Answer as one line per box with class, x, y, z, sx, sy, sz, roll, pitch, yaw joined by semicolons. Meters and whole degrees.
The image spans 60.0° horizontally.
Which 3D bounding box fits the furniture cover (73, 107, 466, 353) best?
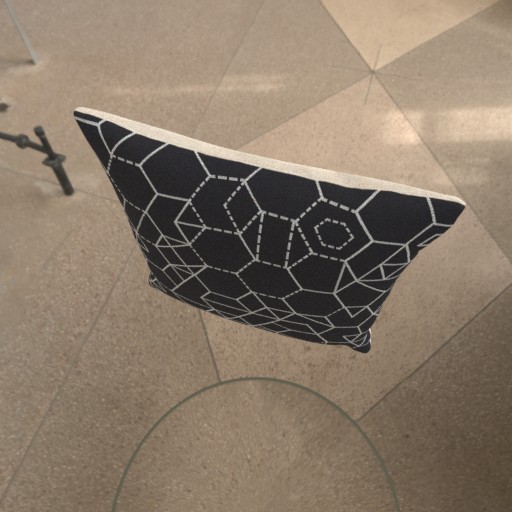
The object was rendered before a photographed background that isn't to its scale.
furniture cover;0.000;0.000;0.773;0.517;0.508;0.158;15;60;9
